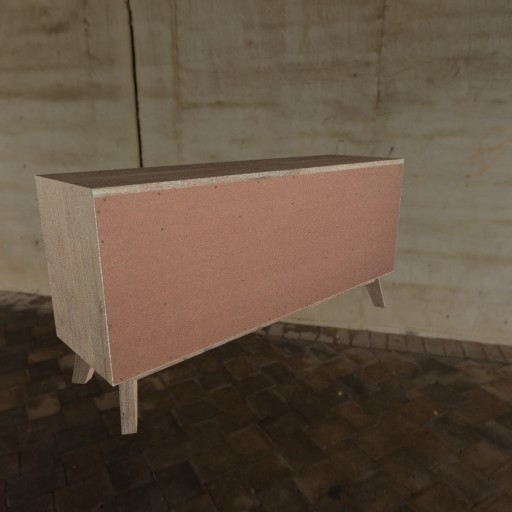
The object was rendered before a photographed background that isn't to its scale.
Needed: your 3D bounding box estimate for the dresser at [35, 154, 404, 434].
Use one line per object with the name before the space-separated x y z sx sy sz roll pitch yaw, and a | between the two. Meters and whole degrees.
dresser | 0.000 0.000 1.958 1.602 0.788 0.455 -15 22 -41
